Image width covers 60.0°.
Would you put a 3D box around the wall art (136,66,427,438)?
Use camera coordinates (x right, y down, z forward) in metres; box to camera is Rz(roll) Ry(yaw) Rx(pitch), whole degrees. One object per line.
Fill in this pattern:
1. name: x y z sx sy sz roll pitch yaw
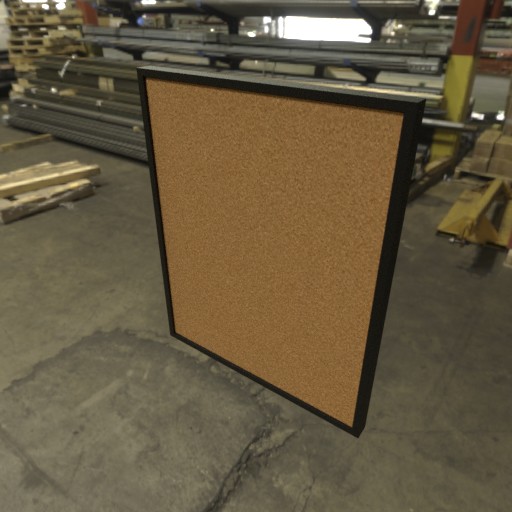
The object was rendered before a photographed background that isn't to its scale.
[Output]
1. wall art: 0.000 0.000 0.749 0.457 0.559 0.029 20 36 31
